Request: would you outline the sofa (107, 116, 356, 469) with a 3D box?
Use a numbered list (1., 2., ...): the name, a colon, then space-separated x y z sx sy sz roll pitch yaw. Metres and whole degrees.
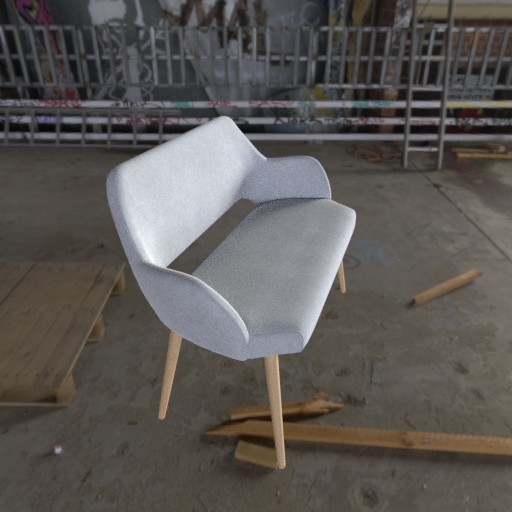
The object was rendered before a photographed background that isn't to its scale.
1. sofa: 0.000 0.000 1.650 0.610 0.840 1.150 10 31 18
